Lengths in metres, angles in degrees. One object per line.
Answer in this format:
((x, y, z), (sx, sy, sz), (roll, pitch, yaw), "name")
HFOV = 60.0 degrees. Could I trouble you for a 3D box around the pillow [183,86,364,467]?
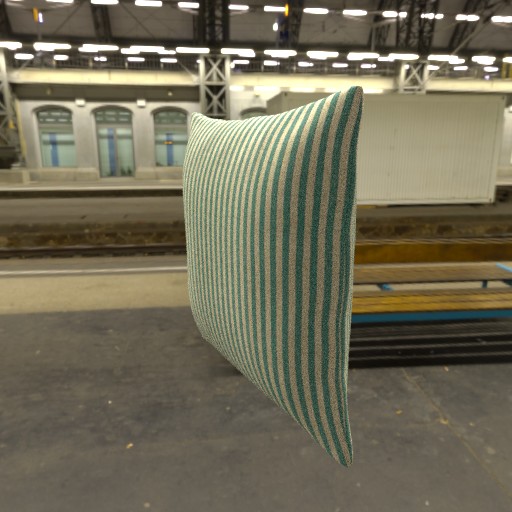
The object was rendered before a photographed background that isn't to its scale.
((0.000, 0.000, 0.777), (0.166, 0.510, 0.523), (-8, 16, -28), "pillow")
